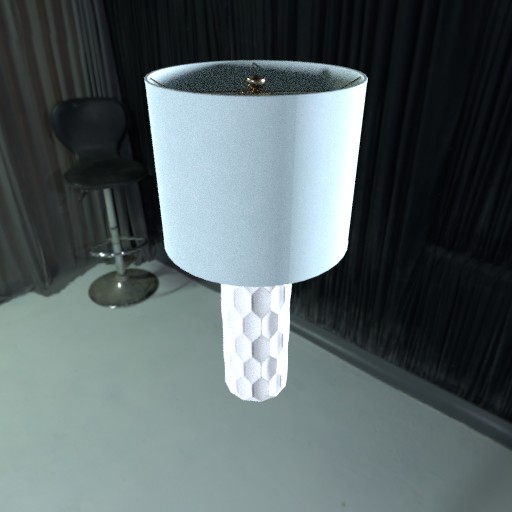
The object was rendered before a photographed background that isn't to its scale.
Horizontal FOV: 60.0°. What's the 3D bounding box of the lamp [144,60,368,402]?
[{"bbox_3d":[0.000,0.000,0.697,0.277,0.534,0.277,21,36,31],"label":"lamp"}]
